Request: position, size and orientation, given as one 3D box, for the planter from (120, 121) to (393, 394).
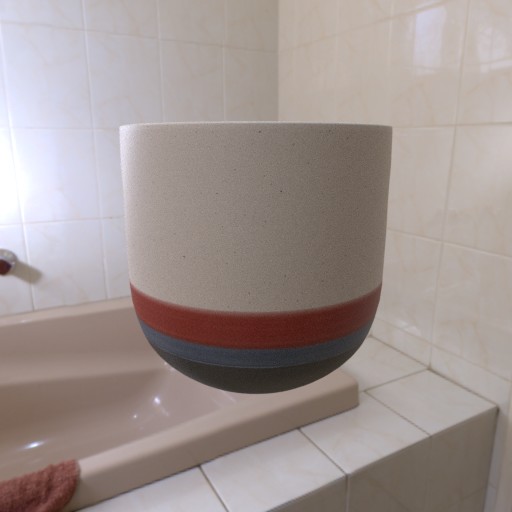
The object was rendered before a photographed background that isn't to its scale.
[{"bbox_3d":[0.000,0.000,0.483,0.268,0.270,0.268,0,14,0],"label":"planter"}]
